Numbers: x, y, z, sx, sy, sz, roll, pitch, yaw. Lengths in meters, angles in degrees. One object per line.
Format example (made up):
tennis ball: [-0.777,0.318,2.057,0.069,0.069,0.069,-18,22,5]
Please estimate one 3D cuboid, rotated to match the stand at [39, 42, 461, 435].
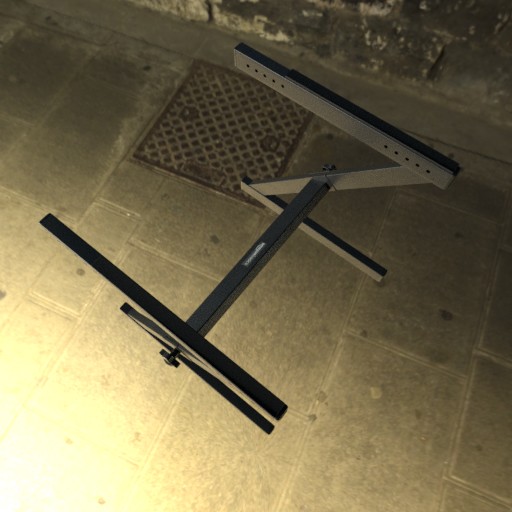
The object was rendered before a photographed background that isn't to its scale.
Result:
stand: [0.000,0.000,1.157,0.586,0.617,0.700,36,71,15]
